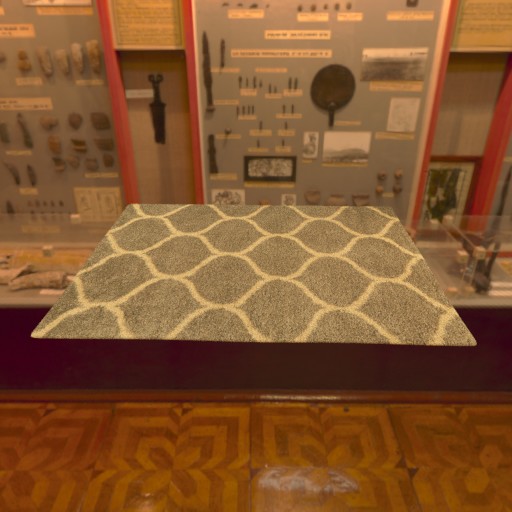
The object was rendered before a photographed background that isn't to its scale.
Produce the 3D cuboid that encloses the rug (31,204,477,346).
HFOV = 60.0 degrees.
[{"bbox_3d":[0.000,0.000,4.011,3.000,0.026,2.399,1,29,1],"label":"rug"}]
